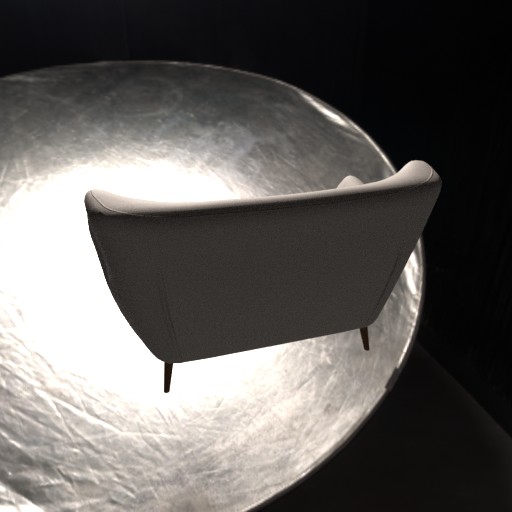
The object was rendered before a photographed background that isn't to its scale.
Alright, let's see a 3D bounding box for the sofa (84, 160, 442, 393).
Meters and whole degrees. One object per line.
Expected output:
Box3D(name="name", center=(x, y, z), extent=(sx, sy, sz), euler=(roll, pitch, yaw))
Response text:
Box3D(name="sofa", center=(0.000, 0.000, 2.004), extent=(1.424, 0.878, 0.921), euler=(-8, 28, -15))
